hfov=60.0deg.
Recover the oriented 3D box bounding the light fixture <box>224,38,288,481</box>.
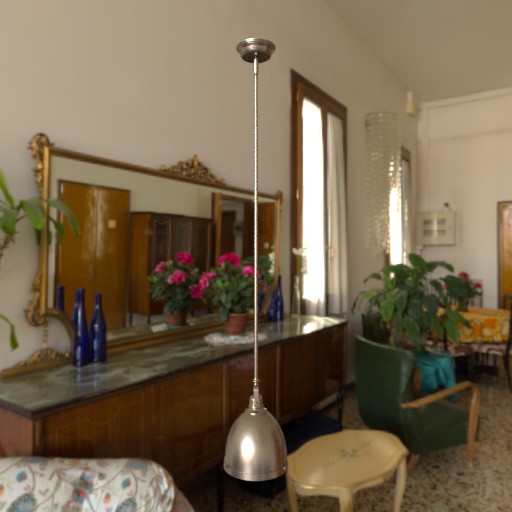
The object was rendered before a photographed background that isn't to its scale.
[{"bbox_3d":[0.000,0.000,1.457,0.211,1.367,0.217,0,0,-1],"label":"light fixture"}]
